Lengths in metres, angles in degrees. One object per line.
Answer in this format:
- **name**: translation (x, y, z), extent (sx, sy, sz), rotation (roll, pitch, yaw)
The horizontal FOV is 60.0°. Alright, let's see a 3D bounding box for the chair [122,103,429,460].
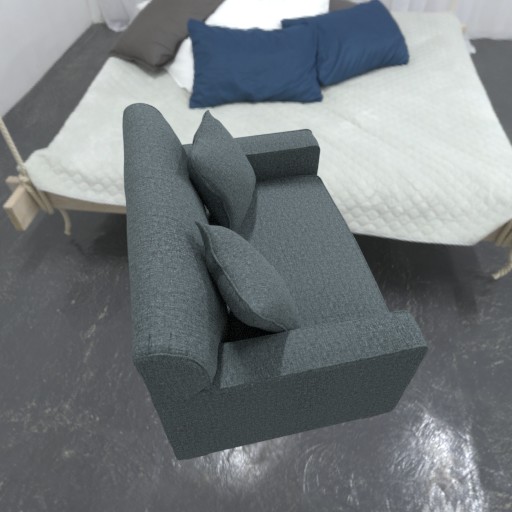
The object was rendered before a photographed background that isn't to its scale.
- **chair**: translation (0.000, 0.000, 2.018), extent (1.000, 0.948, 1.383), rotation (-10, 49, -8)
